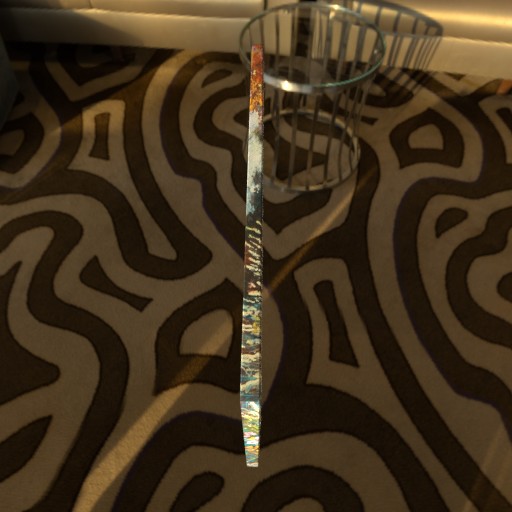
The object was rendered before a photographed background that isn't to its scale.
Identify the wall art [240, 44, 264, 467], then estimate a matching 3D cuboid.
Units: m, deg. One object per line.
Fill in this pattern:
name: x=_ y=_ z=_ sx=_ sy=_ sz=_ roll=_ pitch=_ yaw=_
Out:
wall art: x=0.000 y=0.000 z=1.433 sx=0.042 sy=0.760 sz=1.136 roll=1 pitch=57 yaw=0
